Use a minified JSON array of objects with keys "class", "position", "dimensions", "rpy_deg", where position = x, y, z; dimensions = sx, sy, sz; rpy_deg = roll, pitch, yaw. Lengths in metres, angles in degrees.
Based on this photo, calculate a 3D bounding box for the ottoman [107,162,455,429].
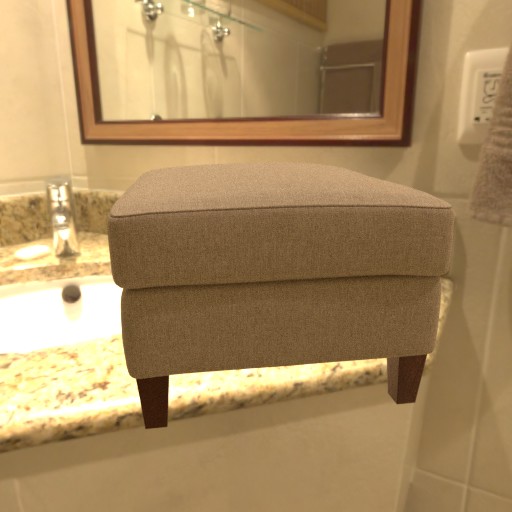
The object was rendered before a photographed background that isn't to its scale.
[{"class":"ottoman","position":[0.000,0.000,1.273],"dimensions":[0.677,0.519,0.898],"rpy_deg":[-2,16,-9]}]
